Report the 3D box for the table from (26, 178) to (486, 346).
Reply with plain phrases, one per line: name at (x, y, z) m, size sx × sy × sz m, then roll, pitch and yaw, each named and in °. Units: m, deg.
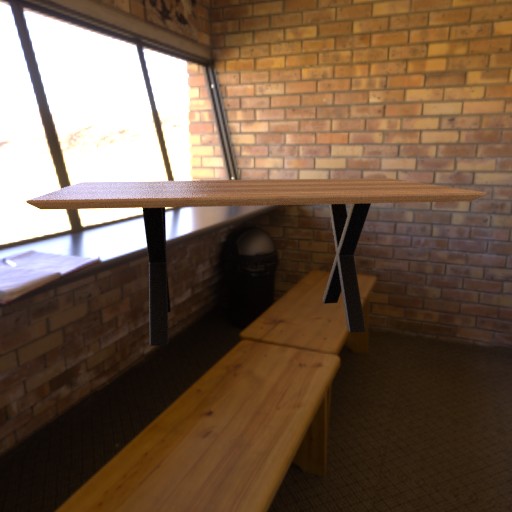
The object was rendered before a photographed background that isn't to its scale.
table at (0.000, 0.000, 2.472) m, size 2.000 × 0.770 × 1.000 m, roll -2°, pitch 14°, yaw -9°
